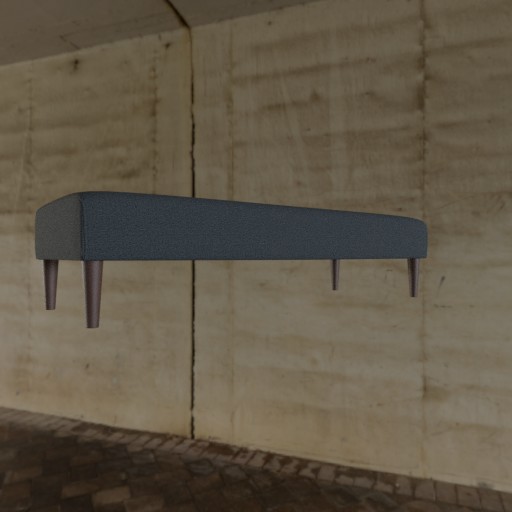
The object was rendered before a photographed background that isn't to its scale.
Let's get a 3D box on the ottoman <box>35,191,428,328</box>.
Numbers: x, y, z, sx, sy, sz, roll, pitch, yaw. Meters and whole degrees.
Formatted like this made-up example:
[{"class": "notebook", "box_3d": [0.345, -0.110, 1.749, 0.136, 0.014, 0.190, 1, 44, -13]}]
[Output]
[{"class": "ottoman", "box_3d": [0.000, 0.000, 1.881, 1.609, 0.393, 0.646, 0, 0, -37]}]
